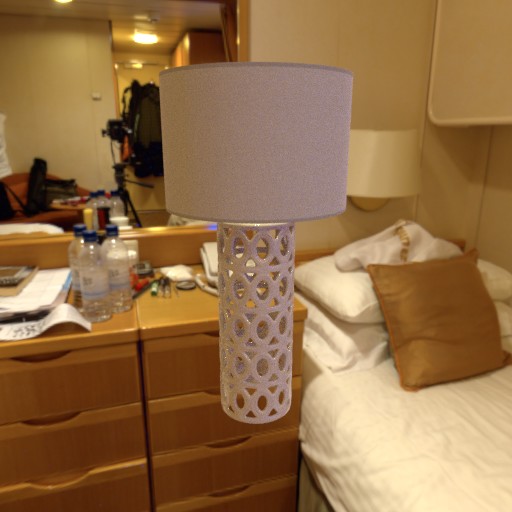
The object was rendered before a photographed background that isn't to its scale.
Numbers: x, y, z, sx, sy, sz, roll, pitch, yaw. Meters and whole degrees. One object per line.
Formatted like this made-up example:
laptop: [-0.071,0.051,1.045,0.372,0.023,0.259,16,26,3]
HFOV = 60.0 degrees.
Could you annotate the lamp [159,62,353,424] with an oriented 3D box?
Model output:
lamp: [0.000,0.000,0.842,0.324,0.636,0.325,8,17,25]
